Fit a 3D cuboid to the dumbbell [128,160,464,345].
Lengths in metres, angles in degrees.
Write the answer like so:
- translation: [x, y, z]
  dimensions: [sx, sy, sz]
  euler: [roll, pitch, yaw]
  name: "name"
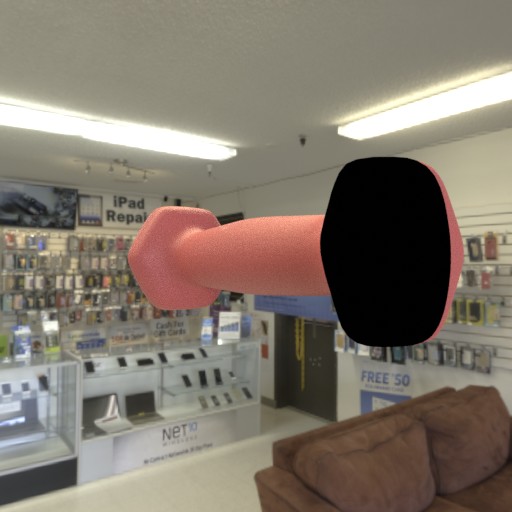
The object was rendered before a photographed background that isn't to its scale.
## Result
- translation: [0.000, 0.000, 0.144]
  dimensions: [0.047, 0.043, 0.123]
  euler: [1, -2, -35]
  name: "dumbbell"
